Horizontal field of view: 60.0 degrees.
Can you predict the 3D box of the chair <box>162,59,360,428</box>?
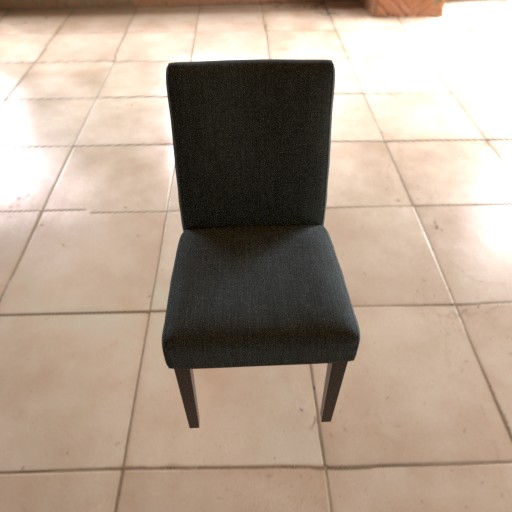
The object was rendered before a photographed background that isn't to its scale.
[{"bbox_3d":[0.000,0.000,1.265,0.487,0.884,0.629,-2,46,-2],"label":"chair"}]
